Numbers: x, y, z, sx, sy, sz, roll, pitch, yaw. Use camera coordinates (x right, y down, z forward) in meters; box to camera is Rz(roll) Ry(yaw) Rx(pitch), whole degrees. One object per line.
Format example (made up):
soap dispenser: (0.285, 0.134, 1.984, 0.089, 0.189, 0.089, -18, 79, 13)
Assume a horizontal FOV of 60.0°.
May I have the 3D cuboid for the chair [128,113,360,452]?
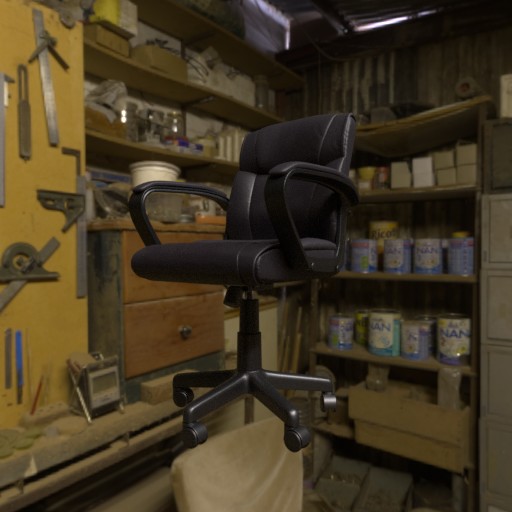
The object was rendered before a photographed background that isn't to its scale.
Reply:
chair: (0.000, 0.000, 1.412, 0.576, 0.998, 0.641, 1, 1, 36)
